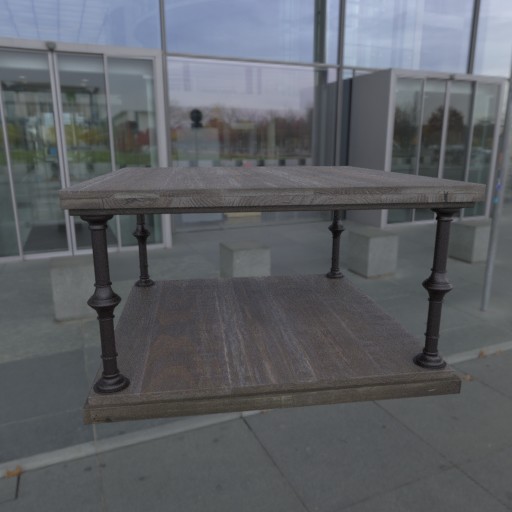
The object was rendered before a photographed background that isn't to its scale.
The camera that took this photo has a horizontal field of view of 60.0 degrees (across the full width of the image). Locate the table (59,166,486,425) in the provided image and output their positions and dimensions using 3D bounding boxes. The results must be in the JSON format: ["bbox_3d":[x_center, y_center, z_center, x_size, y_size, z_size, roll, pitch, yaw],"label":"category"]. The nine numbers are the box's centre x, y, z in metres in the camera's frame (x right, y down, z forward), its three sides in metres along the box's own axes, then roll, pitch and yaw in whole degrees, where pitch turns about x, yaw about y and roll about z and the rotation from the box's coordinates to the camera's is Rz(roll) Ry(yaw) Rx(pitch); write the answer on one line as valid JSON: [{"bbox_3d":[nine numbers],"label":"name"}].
[{"bbox_3d":[0.000,0.000,1.093,0.696,0.400,0.696,-2,14,-8],"label":"table"}]
